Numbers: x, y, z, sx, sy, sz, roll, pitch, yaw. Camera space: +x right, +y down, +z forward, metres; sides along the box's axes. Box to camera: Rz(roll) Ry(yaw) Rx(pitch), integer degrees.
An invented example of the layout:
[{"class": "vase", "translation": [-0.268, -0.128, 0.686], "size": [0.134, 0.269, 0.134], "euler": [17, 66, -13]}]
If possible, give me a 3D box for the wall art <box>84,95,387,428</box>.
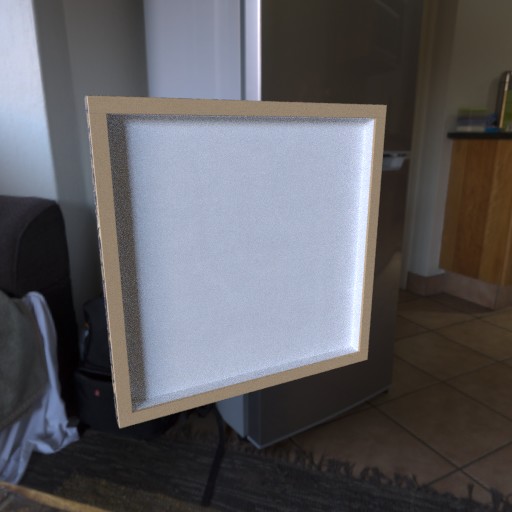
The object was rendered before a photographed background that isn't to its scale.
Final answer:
[{"class": "wall art", "translation": [0.000, 0.000, 0.925], "size": [0.612, 0.612, 0.038], "euler": [-8, 17, -25]}]
